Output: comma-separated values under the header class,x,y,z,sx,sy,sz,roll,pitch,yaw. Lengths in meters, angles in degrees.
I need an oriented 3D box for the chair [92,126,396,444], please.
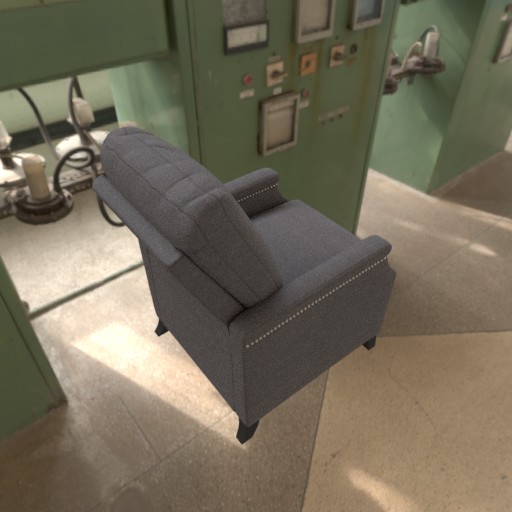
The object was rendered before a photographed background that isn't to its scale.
class,x,y,z,sx,sy,sz,roll,pitch,yaw
chair,0.000,0.000,1.679,0.922,1.049,0.710,-27,47,-28
